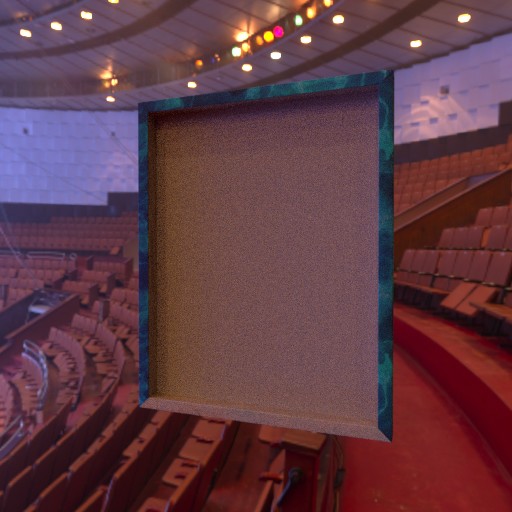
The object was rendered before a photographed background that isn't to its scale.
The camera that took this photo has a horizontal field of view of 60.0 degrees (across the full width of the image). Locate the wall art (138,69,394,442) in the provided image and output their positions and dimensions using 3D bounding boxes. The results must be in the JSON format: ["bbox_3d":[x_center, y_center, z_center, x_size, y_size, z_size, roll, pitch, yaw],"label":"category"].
[{"bbox_3d":[0.000,0.000,0.857,0.508,0.635,0.038,0,1,20],"label":"wall art"}]
